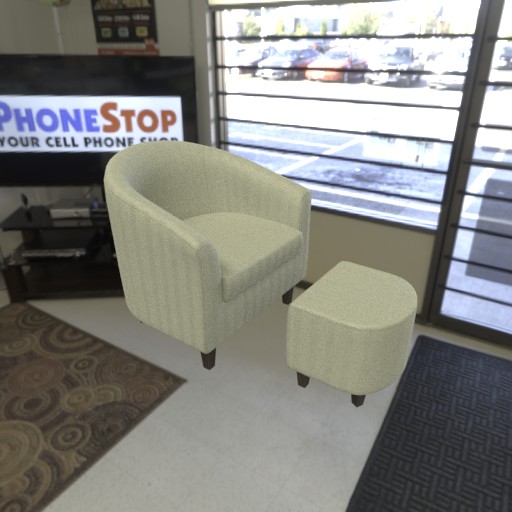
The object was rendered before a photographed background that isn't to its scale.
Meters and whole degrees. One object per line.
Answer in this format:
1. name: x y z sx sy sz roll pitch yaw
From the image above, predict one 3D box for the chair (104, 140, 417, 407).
1. chair: 0.000 0.000 1.794 1.288 0.757 0.756 17 31 31
